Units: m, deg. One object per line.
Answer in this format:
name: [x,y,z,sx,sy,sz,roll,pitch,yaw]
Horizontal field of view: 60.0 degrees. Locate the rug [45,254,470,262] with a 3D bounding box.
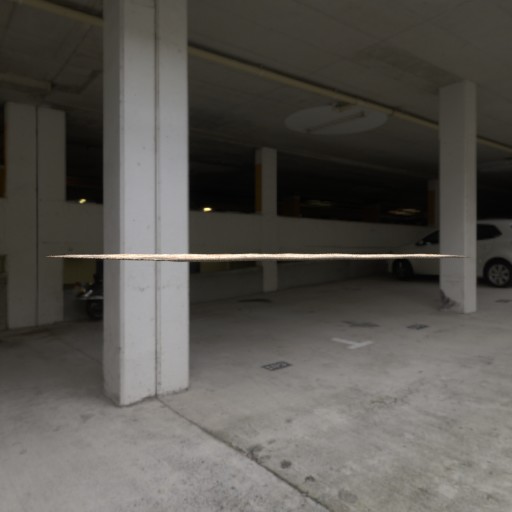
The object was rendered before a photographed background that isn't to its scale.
rug: [0.000,0.000,4.049,3.061,0.034,2.426,0,1,-37]
